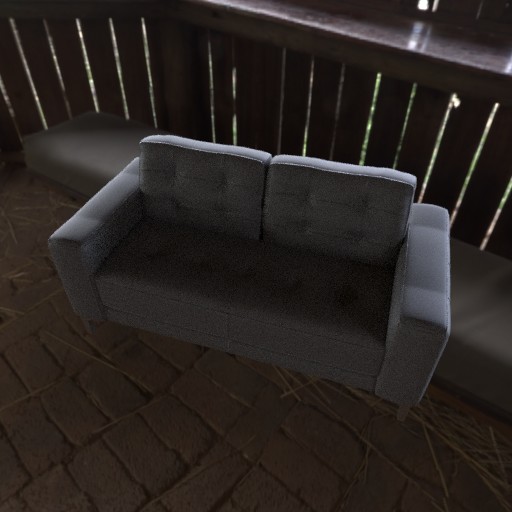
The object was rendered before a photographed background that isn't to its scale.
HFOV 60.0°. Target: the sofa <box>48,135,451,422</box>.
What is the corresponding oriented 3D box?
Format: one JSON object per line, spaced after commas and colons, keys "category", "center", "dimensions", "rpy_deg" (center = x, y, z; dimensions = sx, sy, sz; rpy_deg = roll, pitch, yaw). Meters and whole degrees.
{"category": "sofa", "center": [0.000, 0.000, 2.163], "dimensions": [1.726, 0.892, 0.833], "rpy_deg": [12, 42, 14]}
